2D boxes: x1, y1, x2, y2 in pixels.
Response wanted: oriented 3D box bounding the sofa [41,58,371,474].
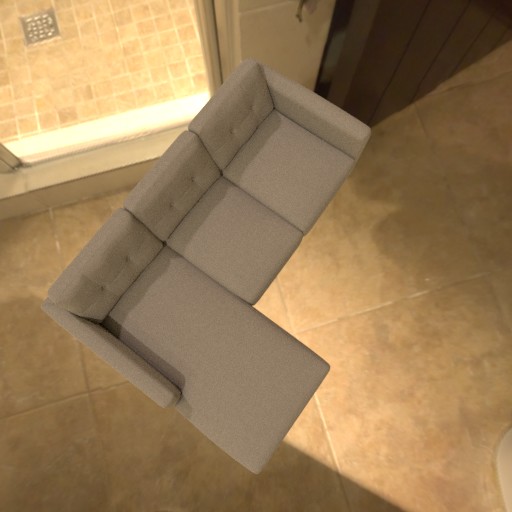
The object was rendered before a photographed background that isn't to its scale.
[{"bbox_3d":[0.000,0.000,2.757,1.530,0.860,2.040,36,80,8],"label":"sofa"}]
